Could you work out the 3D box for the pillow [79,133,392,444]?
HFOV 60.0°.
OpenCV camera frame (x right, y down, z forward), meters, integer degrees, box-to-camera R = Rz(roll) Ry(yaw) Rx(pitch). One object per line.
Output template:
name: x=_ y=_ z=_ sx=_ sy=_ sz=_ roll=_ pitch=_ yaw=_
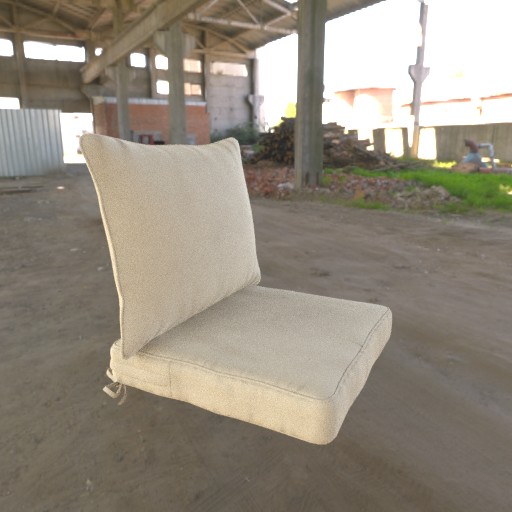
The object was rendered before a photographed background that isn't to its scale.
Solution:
pillow: x=0.000 y=0.000 z=1.353 sx=0.733 sy=0.716 sz=0.798 roll=7 pitch=16 yaw=27
